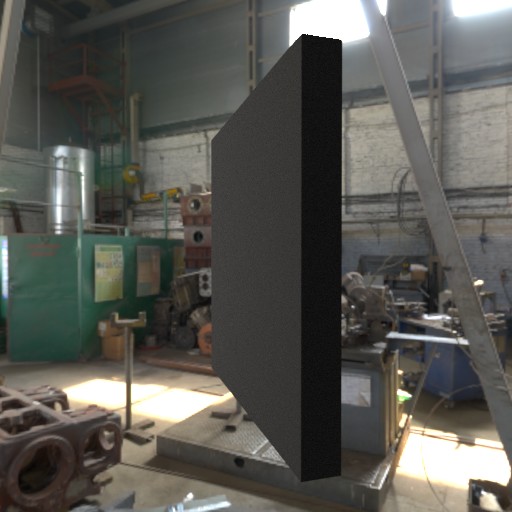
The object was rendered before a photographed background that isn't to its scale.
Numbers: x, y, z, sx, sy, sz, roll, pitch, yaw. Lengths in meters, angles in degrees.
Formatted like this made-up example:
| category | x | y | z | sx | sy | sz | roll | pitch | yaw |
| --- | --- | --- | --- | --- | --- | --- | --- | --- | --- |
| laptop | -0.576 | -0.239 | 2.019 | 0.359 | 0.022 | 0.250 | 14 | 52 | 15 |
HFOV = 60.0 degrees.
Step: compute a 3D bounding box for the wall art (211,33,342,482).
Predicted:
| category | x | y | z | sx | sy | sz | roll | pitch | yaw |
| --- | --- | --- | --- | --- | --- | --- | --- | --- | --- |
| wall art | 0.000 | 0.000 | 0.452 | 0.030 | 0.305 | 0.308 | 0 | 1 | -17 |
